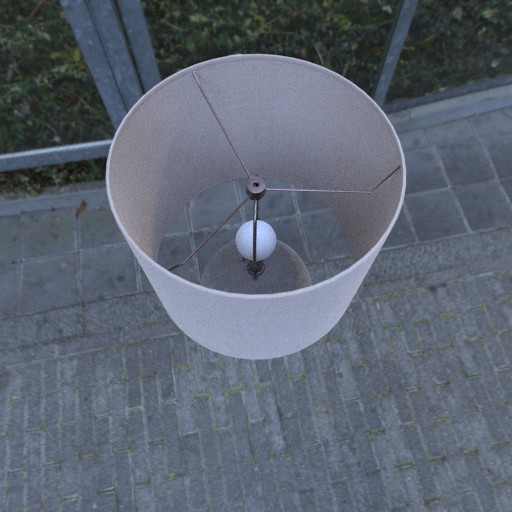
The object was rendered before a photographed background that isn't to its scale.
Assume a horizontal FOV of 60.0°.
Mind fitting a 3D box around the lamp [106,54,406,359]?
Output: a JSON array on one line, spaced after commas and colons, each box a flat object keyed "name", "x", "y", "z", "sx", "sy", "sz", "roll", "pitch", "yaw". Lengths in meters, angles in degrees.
[{"name": "lamp", "x": 0.000, "y": 0.000, "z": 0.583, "sx": 0.269, "sy": 0.409, "sz": 0.269, "roll": 2, "pitch": 64, "yaw": 1}]
